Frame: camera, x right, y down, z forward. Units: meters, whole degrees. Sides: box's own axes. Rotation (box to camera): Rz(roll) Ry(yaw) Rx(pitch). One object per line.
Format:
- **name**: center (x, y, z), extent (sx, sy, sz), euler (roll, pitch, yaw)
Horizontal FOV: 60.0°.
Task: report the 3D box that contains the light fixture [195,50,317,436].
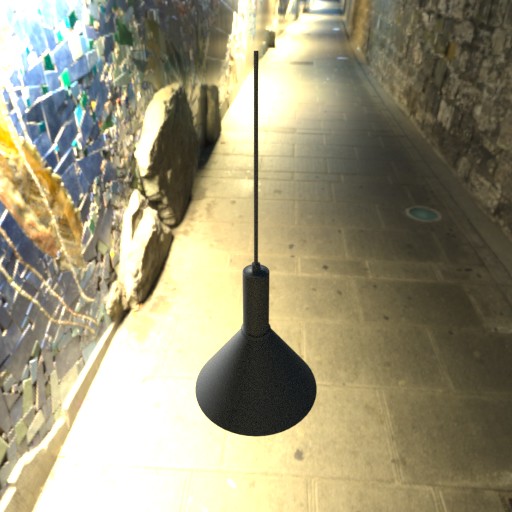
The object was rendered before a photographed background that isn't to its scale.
- **light fixture**: center (0.000, 0.000, 0.808), extent (0.267, 0.683, 0.267), euler (9, 32, 15)
